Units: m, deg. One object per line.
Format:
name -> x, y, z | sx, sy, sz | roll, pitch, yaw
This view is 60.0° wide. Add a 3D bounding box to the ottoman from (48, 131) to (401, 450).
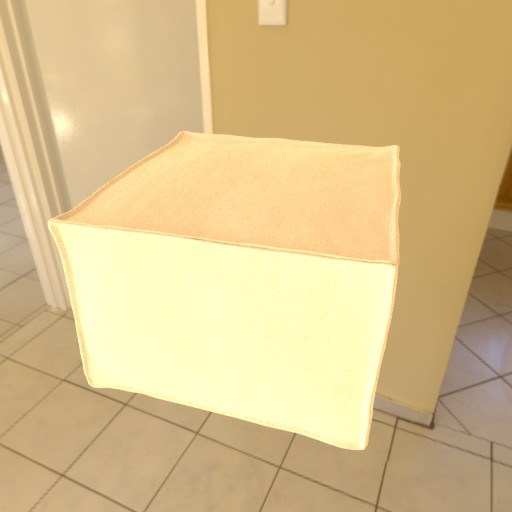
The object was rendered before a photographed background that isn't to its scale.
ottoman -> 0.000, 0.000, 1.159 | 0.696, 0.470, 0.707 | 8, 31, 13
